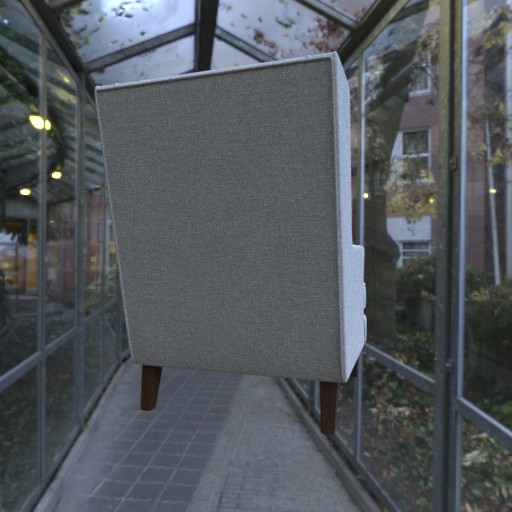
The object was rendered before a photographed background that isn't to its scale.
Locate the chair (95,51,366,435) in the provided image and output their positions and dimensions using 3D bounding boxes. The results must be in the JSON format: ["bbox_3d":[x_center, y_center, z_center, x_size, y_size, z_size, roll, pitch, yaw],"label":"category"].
[{"bbox_3d":[0.000,0.000,1.702,0.764,1.082,0.948,0,0,19],"label":"chair"}]
